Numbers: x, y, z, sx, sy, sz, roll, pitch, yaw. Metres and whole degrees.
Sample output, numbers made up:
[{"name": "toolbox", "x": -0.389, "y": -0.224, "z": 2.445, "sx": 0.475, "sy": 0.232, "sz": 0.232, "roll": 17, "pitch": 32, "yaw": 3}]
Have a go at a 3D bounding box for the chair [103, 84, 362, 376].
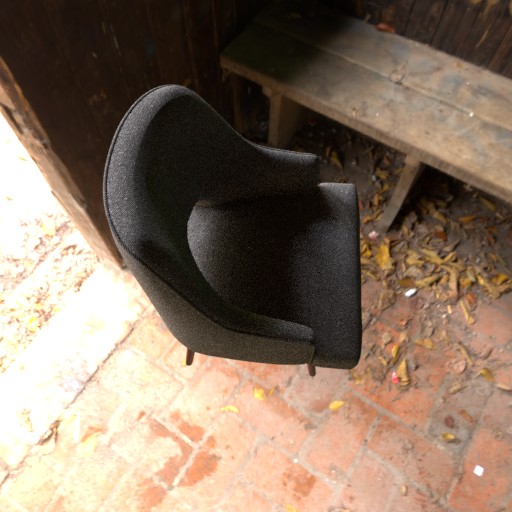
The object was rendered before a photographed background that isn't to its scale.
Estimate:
[{"name": "chair", "x": 0.000, "y": 0.000, "z": 1.299, "sx": 0.629, "sy": 0.875, "sz": 0.608, "roll": 4, "pitch": 63, "yaw": 2}]
